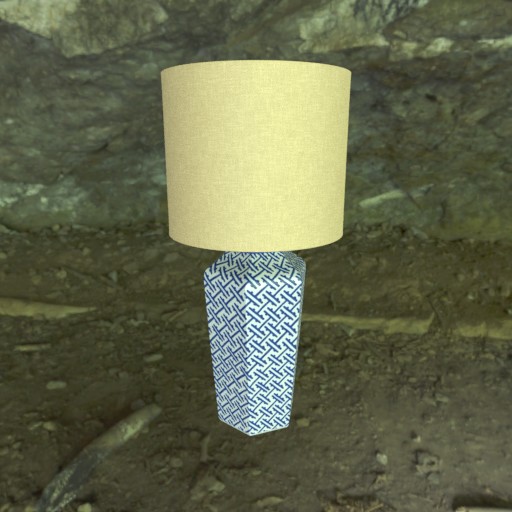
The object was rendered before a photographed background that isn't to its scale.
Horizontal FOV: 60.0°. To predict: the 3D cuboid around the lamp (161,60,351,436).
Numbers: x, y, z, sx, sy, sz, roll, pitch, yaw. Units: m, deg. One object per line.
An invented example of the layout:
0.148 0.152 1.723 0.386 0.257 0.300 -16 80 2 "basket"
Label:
0.000 0.000 0.843 0.320 0.682 0.320 14 21 42 "lamp"
